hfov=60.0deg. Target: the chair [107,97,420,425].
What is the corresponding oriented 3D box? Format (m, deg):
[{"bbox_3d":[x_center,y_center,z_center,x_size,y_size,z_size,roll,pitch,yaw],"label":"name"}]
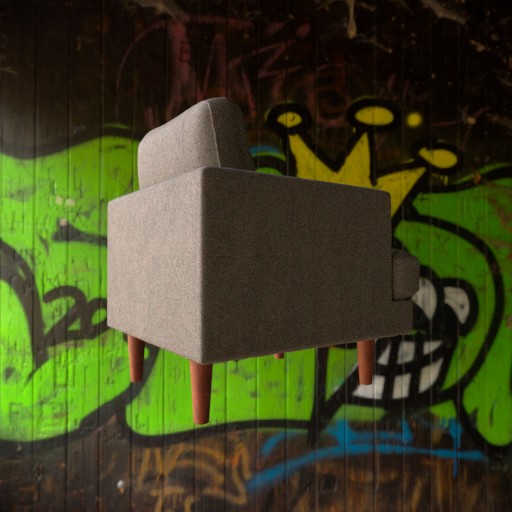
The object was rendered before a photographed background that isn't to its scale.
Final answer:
[{"bbox_3d":[0.000,0.000,1.705,0.899,0.957,0.858,0,-1,-35],"label":"chair"}]
